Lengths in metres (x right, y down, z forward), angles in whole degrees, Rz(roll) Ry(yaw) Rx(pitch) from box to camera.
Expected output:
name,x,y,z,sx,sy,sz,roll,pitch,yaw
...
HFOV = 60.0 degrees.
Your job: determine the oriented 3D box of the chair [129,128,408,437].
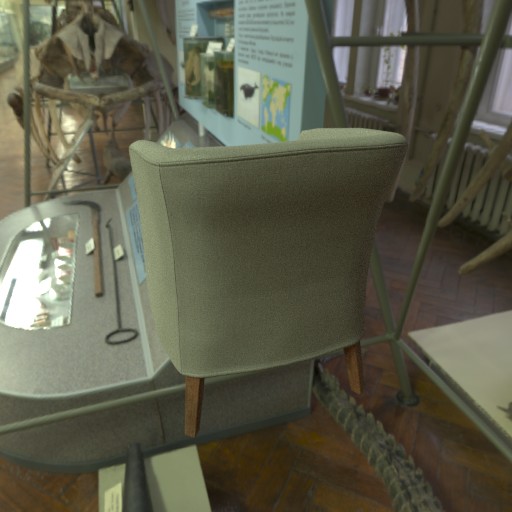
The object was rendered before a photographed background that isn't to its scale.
name,x,y,z,sx,sy,sz,roll,pitch,yaw
chair,0.000,0.000,1.265,0.600,0.771,0.668,-8,28,-16
